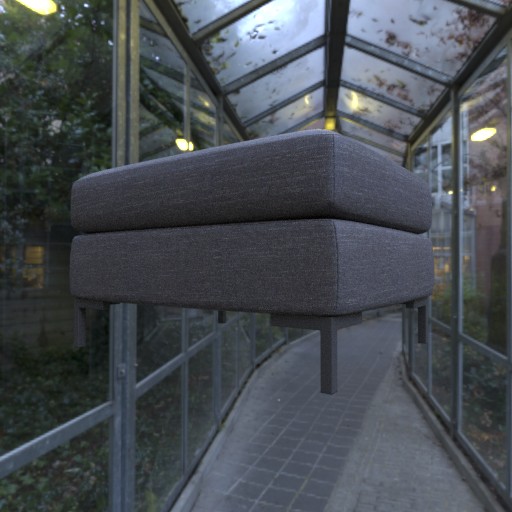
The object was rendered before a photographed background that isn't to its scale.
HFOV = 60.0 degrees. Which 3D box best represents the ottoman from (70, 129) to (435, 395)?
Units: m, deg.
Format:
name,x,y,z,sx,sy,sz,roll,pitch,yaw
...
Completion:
name,x,y,z,sx,sy,sz,roll,pitch,yaw
ottoman,0.000,0.000,1.232,0.820,0.490,0.671,-1,-1,35
